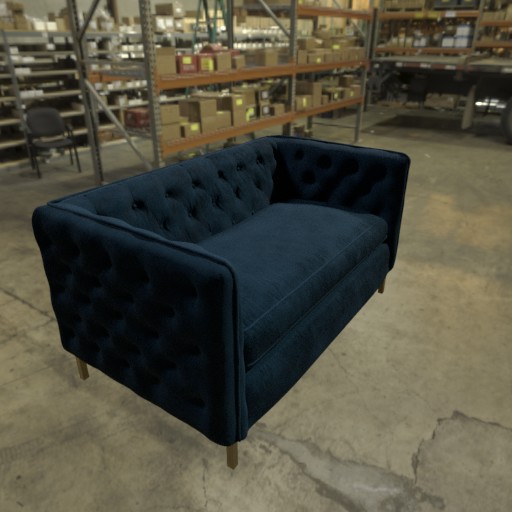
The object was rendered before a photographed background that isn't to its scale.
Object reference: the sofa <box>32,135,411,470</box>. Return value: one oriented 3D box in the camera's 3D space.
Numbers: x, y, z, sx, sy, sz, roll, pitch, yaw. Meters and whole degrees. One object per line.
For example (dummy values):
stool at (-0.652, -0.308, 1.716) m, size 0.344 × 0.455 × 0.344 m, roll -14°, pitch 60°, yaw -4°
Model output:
sofa at (0.000, 0.000, 2.074) m, size 0.909 × 0.810 × 1.583 m, roll 17°, pitch 31°, yaw 31°
